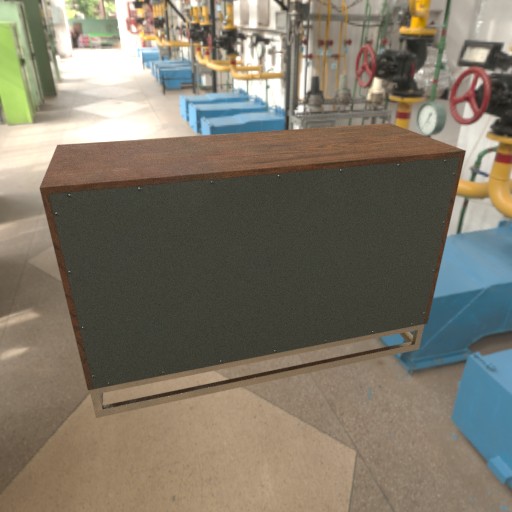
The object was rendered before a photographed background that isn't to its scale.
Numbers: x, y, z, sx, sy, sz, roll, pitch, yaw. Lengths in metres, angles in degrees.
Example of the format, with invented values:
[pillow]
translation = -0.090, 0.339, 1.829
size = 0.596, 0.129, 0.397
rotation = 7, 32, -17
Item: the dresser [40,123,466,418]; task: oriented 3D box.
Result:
[dresser]
translation = 0.000, 0.000, 2.152
size = 1.646, 1.061, 0.623
rotation = -8, 29, -14
